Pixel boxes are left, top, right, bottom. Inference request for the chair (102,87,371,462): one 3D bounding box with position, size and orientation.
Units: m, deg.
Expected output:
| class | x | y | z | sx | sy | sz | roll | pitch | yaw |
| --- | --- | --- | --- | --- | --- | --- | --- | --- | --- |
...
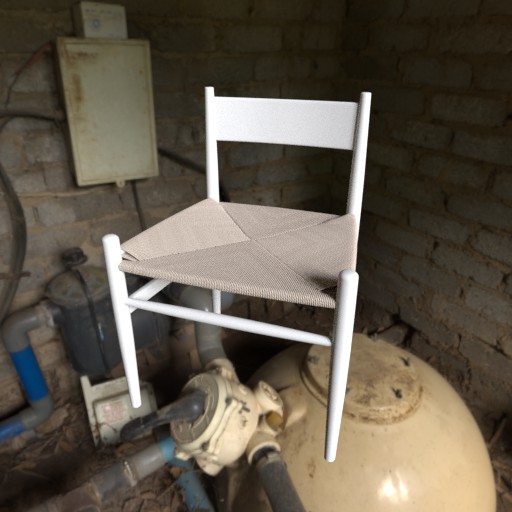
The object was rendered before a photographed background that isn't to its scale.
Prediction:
| class | x | y | z | sx | sy | sz | roll | pitch | yaw |
| --- | --- | --- | --- | --- | --- | --- | --- | --- | --- |
| chair | 0.000 | 0.000 | 1.136 | 0.556 | 0.762 | 0.495 | 9 | 27 | 17 |
